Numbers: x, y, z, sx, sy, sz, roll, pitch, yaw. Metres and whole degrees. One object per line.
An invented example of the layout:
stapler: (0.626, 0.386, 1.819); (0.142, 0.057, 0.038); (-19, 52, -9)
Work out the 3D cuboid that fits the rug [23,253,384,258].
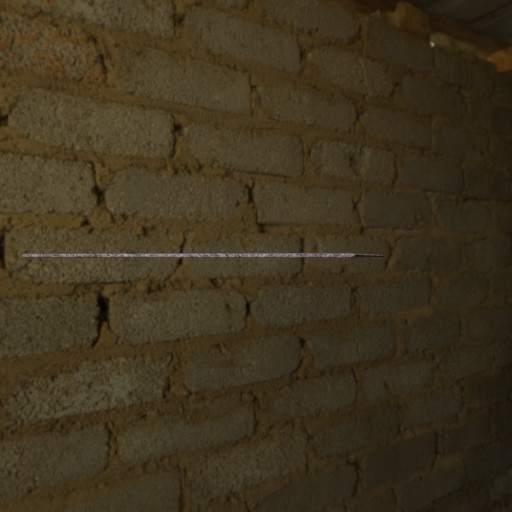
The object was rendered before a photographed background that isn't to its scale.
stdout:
rug: (0.000, 0.000, 2.198); (1.158, 0.013, 1.752); (0, 0, 18)
